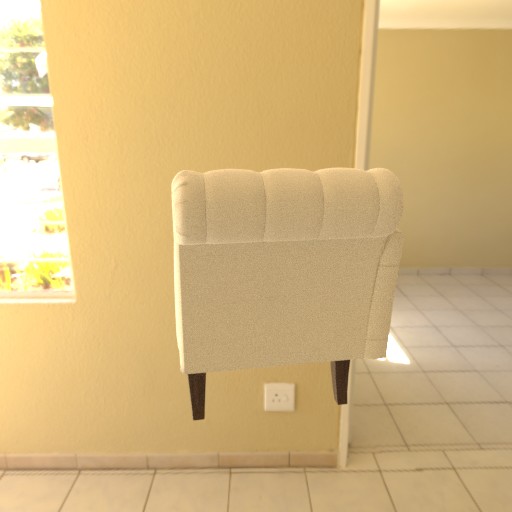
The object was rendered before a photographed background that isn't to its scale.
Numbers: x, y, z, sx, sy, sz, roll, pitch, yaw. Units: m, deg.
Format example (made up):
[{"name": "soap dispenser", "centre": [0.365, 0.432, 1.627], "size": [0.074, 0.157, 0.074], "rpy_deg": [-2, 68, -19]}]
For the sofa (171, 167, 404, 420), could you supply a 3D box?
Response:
[{"name": "sofa", "centre": [0.000, 0.000, 1.832], "size": [0.675, 0.787, 1.379], "rpy_deg": [-3, 15, -10]}]
